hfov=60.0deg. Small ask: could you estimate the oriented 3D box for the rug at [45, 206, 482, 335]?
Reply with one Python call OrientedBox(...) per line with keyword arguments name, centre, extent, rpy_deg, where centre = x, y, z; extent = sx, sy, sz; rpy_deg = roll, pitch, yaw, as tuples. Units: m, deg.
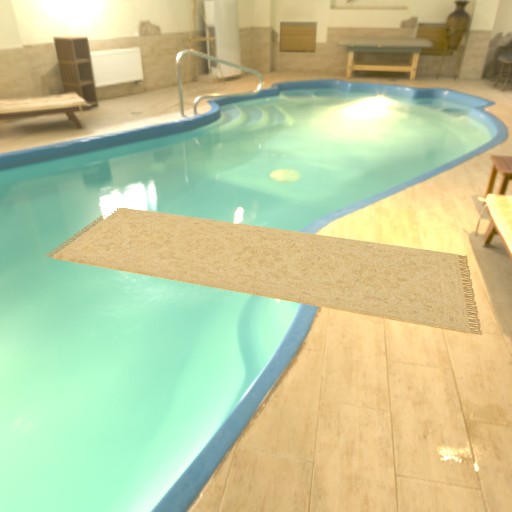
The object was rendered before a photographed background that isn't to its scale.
OrientedBox(name="rug", centre=(0.000, 0.000, 2.800), extent=(2.544, 0.015, 0.795), rpy_deg=(9, 32, 15))
